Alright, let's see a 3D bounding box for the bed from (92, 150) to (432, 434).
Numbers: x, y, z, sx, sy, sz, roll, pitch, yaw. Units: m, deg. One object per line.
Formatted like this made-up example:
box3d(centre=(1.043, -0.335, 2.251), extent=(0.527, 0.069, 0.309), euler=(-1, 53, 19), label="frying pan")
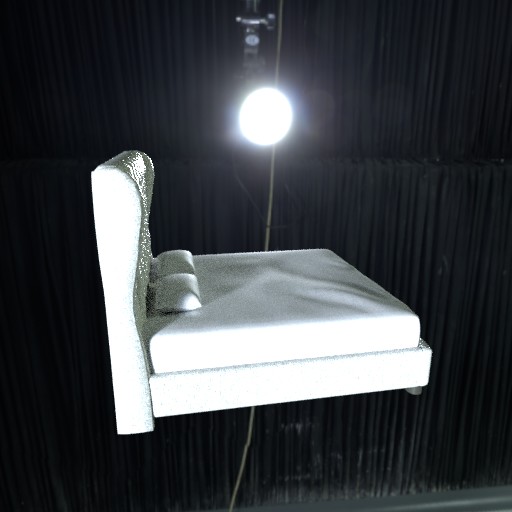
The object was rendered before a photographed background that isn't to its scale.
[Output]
box3d(centre=(0.000, 0.000, 3.969), extent=(2.347, 1.771, 2.219), euler=(-3, 16, -11), label="bed")
